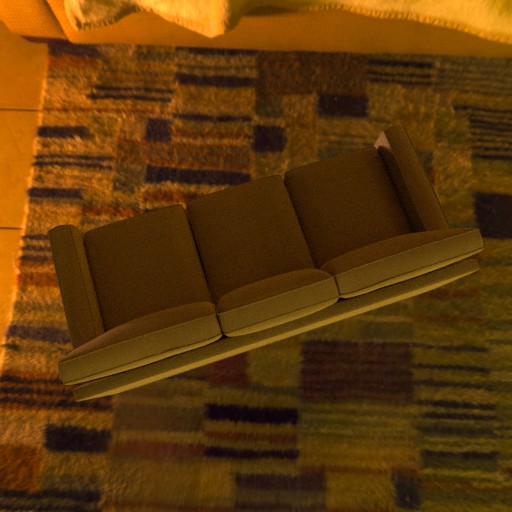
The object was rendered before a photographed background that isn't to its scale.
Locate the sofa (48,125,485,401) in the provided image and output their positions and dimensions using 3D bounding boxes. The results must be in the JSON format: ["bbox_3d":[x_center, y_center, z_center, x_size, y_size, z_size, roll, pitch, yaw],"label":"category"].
[{"bbox_3d":[0.000,0.000,2.483,2.093,0.862,0.936,-17,77,-4],"label":"sofa"}]
